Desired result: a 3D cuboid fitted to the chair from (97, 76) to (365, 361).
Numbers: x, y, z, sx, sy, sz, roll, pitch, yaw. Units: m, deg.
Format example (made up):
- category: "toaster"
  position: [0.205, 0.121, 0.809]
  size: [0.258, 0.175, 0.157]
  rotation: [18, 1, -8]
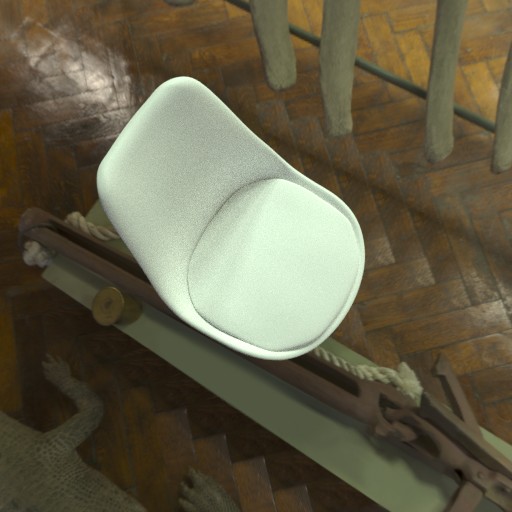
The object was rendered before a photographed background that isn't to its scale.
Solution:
- category: "chair"
  position: [0.000, 0.000, 1.171]
  size: [0.550, 0.849, 0.485]
  rotation: [31, 78, 7]
